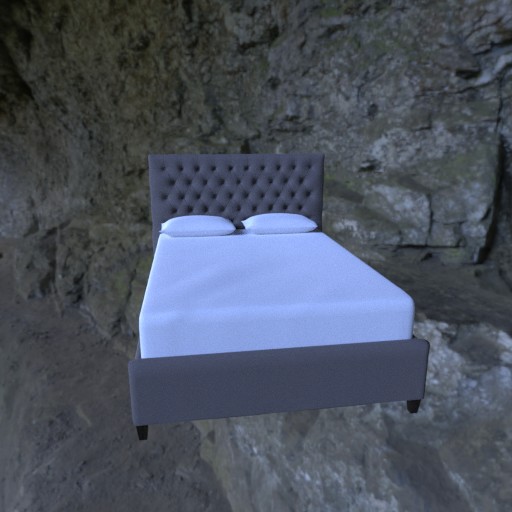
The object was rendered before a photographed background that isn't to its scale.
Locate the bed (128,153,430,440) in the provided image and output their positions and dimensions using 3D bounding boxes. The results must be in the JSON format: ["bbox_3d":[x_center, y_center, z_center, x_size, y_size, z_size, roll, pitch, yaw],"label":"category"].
[{"bbox_3d":[0.000,0.000,3.377,1.696,1.426,2.233,-2,16,-8],"label":"bed"}]
